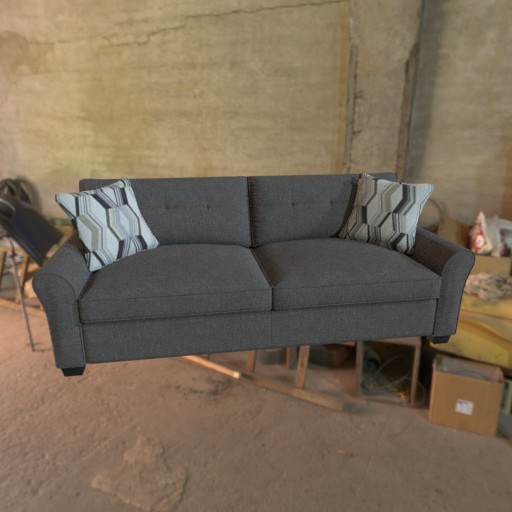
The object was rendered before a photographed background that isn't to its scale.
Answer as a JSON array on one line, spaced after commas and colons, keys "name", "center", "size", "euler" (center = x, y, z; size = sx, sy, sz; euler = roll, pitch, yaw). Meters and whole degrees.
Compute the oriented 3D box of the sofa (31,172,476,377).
[{"name": "sofa", "center": [0.000, 0.000, 2.410], "size": [2.032, 0.813, 0.889], "euler": [-3, 18, -9]}]
